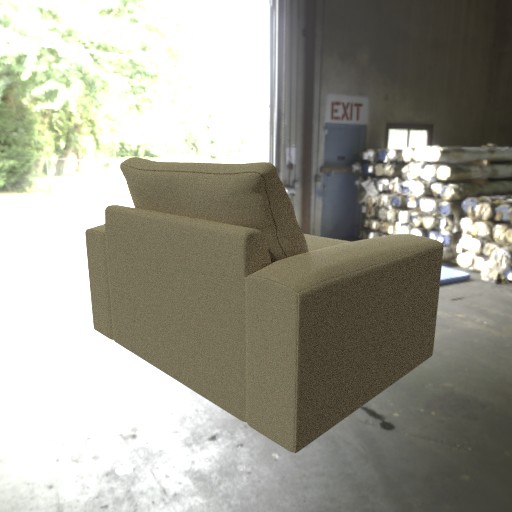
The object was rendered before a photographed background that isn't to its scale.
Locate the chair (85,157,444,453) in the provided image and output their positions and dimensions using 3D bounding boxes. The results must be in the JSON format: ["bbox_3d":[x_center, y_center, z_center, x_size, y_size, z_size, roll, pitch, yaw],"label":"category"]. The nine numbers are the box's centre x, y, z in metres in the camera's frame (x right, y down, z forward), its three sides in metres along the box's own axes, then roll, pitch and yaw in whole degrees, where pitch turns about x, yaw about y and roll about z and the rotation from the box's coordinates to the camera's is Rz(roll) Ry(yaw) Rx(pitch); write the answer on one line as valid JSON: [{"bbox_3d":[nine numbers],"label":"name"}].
[{"bbox_3d":[0.000,0.000,2.100,1.039,0.915,1.398,-13,18,-43],"label":"chair"}]
